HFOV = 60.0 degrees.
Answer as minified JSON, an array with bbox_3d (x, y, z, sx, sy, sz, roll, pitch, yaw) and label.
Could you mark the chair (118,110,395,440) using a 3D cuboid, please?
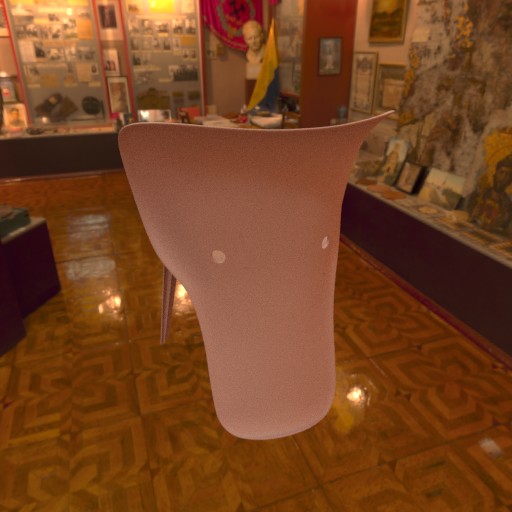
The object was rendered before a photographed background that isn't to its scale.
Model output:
[{"bbox_3d":[0.000,0.000,0.852,0.451,0.554,0.402,-8,27,-16],"label":"chair"}]
